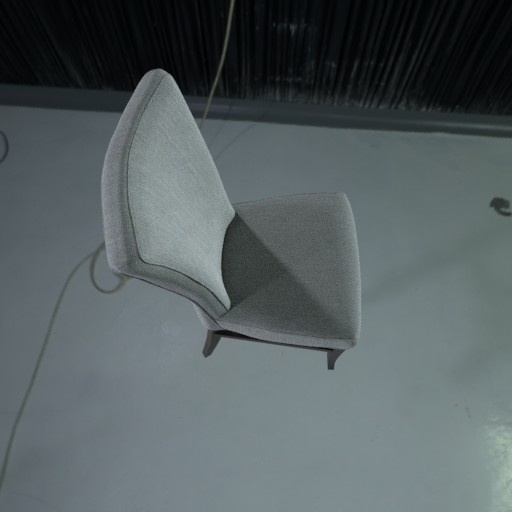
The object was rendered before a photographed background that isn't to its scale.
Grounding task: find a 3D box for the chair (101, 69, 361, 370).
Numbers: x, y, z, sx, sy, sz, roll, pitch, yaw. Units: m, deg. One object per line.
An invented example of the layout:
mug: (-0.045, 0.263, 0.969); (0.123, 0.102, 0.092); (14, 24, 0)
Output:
chair: (0.000, 0.000, 1.368); (0.660, 0.991, 0.520); (1, 65, 1)
